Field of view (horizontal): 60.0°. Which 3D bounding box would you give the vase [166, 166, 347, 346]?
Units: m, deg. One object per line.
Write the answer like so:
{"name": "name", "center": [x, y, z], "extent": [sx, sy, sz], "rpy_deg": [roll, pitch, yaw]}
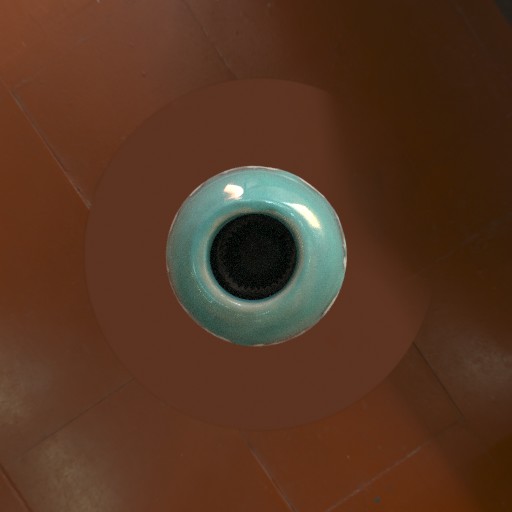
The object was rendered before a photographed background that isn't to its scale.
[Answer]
{"name": "vase", "center": [0.000, 0.000, 0.254], "extent": [0.116, 0.179, 0.116], "rpy_deg": [0, 90, 0]}
